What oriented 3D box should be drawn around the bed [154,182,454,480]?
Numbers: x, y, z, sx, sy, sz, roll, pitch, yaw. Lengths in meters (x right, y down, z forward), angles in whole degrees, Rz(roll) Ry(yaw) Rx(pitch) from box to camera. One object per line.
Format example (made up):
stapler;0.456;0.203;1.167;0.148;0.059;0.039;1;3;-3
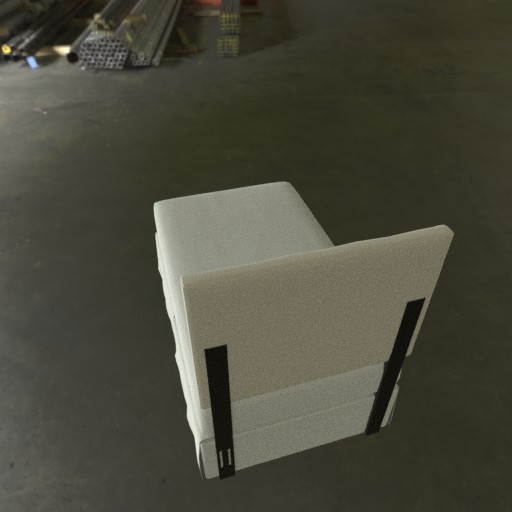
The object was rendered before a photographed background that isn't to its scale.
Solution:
bed;0.000;0.000;2.918;1.261;1.571;1.997;-11;41;-13
